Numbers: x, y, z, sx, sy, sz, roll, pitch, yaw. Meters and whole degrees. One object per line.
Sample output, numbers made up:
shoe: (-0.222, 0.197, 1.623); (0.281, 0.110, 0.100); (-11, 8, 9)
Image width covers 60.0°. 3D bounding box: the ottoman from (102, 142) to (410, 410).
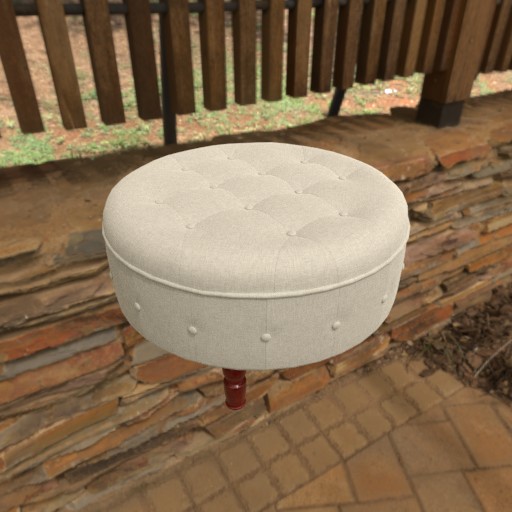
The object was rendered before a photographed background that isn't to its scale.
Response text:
ottoman: (0.000, 0.000, 1.360); (0.850, 0.483, 0.850); (0, 32, 0)
